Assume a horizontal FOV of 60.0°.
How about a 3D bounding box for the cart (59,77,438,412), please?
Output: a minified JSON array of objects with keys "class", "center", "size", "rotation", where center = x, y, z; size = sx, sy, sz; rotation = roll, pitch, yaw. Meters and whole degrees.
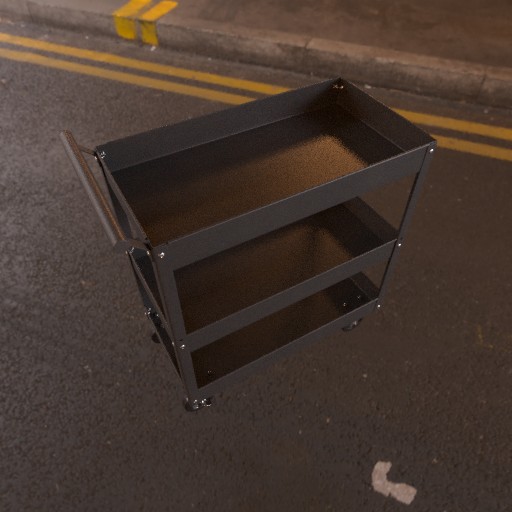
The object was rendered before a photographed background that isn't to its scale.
[{"class":"cart","center":[0.000,0.000,1.195],"size":[0.719,0.780,0.366],"rotation":[-23,51,-20]}]
